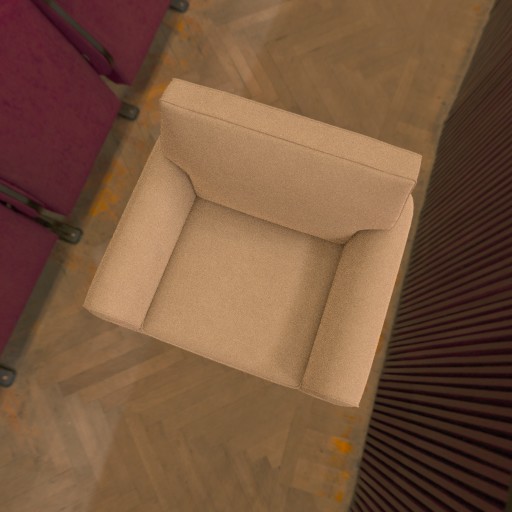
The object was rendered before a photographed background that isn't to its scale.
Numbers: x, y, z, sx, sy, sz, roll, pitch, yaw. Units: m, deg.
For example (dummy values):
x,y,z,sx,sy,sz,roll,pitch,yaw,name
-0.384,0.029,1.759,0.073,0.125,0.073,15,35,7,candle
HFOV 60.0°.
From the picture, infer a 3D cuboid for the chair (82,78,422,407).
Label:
x,y,z,sx,sy,sz,roll,pitch,yaw,name
0.000,0.000,1.747,1.040,0.955,0.863,19,76,5,chair
